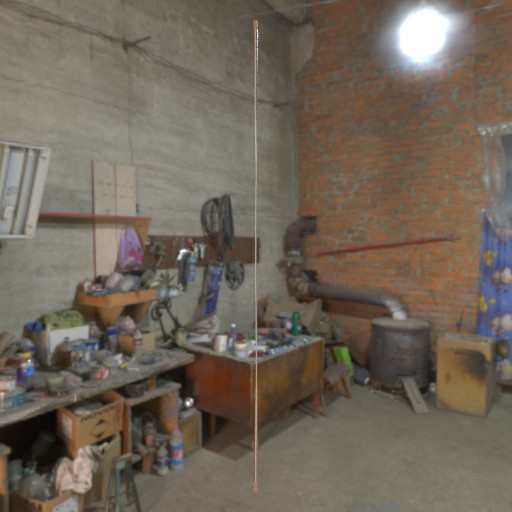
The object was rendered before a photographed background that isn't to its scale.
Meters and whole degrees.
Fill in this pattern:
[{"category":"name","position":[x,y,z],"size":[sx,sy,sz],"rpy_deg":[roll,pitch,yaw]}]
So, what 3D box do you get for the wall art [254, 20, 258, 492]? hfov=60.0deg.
[{"category":"wall art","position":[0.000,0.000,1.940],"size":[0.019,1.527,1.019],"rpy_deg":[0,1,0]}]
